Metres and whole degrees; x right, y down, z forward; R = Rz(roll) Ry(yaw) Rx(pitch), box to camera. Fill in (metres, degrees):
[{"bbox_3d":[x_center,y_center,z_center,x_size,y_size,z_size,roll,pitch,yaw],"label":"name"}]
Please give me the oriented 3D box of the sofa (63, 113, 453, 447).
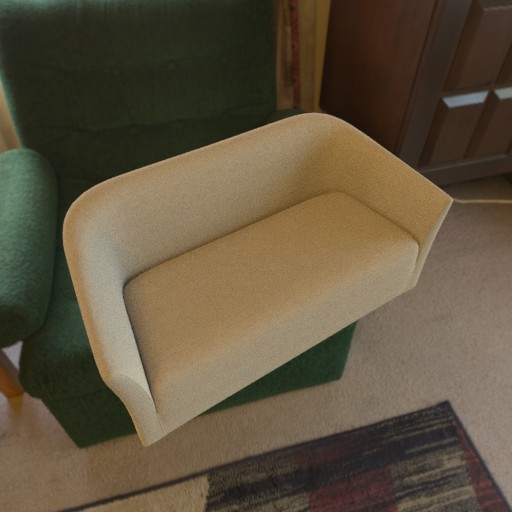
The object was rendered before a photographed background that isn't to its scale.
[{"bbox_3d":[0.000,0.000,1.852,1.452,0.721,0.705,-25,51,-22],"label":"sofa"}]
